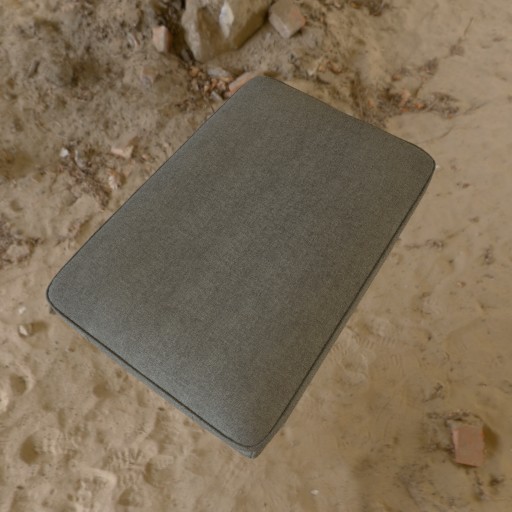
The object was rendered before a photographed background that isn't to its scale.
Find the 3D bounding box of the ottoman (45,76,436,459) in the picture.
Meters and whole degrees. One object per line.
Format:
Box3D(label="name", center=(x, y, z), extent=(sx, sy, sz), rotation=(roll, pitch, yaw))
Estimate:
Box3D(label="ottoman", center=(0.000, 0.000, 1.139), extent=(0.561, 0.457, 0.813), rotation=(32, 69, 14))
